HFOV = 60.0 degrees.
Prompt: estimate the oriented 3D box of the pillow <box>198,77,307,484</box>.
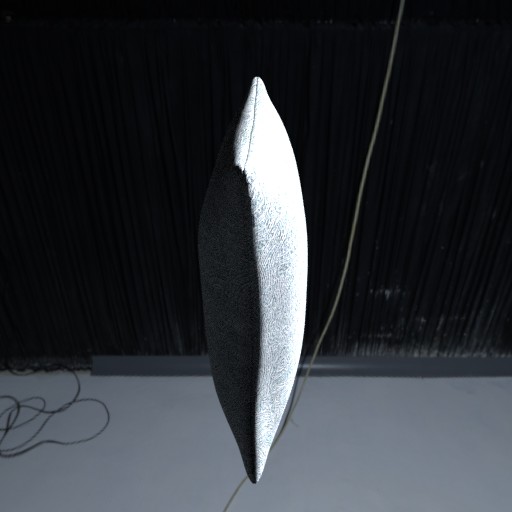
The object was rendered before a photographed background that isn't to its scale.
[{"bbox_3d":[0.000,0.000,0.775,0.166,0.507,0.526,1,31,1],"label":"pillow"}]
